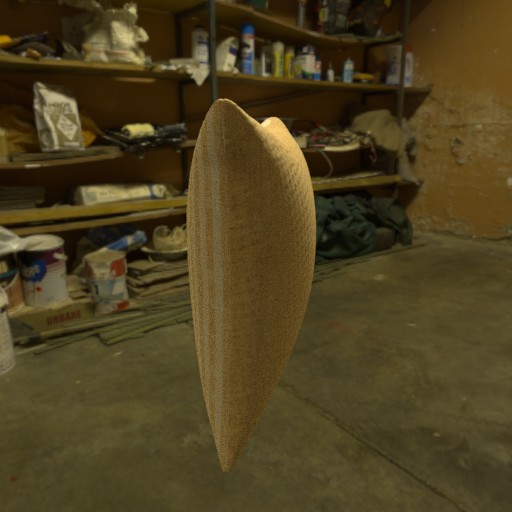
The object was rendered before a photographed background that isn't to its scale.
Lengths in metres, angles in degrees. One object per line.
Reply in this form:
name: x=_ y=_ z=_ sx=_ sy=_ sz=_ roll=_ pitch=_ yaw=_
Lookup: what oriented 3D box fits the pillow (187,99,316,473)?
pillow: x=0.000 y=0.000 z=0.653 sx=0.173 sy=0.407 sz=0.419 roll=2 pitch=15 yaw=9
